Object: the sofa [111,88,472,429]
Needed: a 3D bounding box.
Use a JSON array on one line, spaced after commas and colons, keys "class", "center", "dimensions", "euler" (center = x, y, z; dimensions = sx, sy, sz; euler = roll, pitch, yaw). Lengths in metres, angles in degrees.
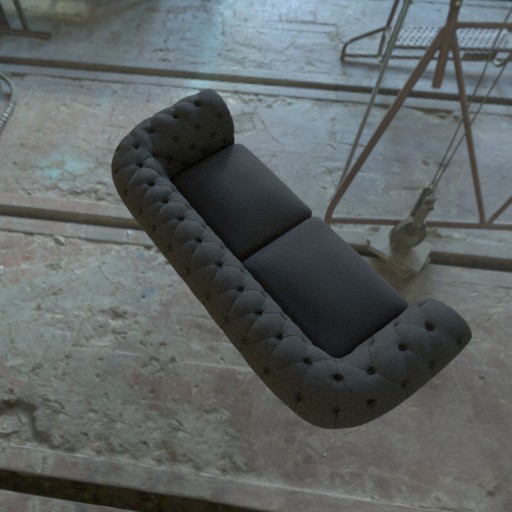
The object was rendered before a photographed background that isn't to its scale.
[{"class": "sofa", "center": [0.000, 0.000, 2.773], "dimensions": [0.991, 0.762, 2.362], "euler": [-34, 65, -18]}]
